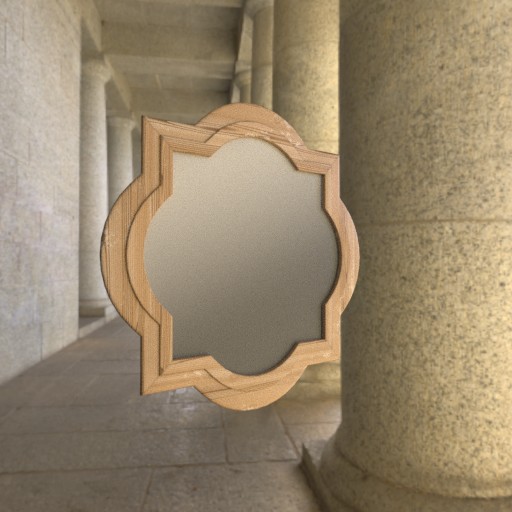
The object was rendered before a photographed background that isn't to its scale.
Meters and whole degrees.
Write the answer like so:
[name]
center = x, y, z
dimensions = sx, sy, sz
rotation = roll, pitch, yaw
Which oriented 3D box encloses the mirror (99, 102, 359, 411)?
[mirror]
center = 0.000, 0.000, 1.022
dimensions = 0.686, 0.686, 0.019
rotation = 1, -1, -36
